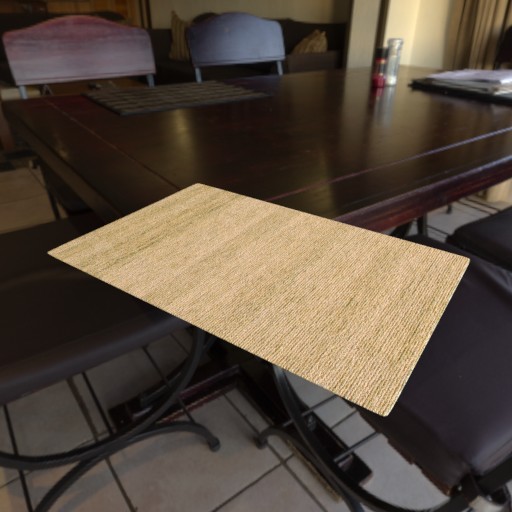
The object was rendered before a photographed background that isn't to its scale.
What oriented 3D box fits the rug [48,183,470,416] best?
[{"bbox_3d":[0.000,0.000,2.183,1.758,0.010,1.143,19,36,29],"label":"rug"}]
